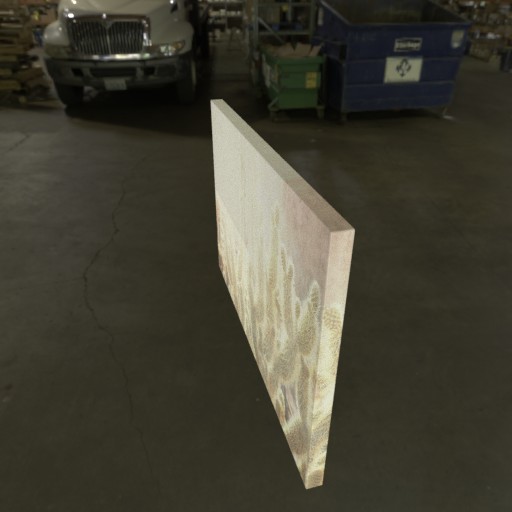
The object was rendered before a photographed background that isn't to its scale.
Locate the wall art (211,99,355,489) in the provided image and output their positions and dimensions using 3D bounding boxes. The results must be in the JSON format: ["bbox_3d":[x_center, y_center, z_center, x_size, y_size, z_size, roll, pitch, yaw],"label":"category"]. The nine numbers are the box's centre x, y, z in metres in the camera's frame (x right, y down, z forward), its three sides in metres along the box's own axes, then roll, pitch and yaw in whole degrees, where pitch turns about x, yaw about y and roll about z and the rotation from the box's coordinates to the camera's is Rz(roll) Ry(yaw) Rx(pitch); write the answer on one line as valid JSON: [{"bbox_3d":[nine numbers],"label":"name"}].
[{"bbox_3d":[0.000,0.000,1.157,0.040,0.608,0.916,-8,32,-13],"label":"wall art"}]
